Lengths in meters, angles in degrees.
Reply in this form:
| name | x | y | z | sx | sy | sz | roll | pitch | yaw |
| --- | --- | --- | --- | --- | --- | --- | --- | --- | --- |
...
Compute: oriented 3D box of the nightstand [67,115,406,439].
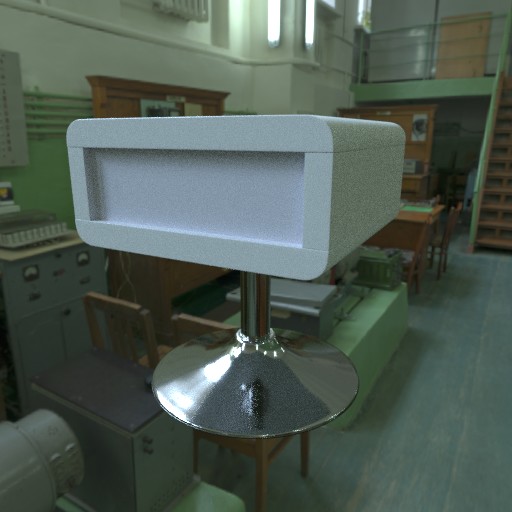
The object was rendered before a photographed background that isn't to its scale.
| name | x | y | z | sx | sy | sz | roll | pitch | yaw |
| --- | --- | --- | --- | --- | --- | --- | --- | --- | --- |
| nightstand | 0.000 | 0.000 | 0.766 | 0.399 | 0.447 | 0.404 | 8 | 17 | 27 |
